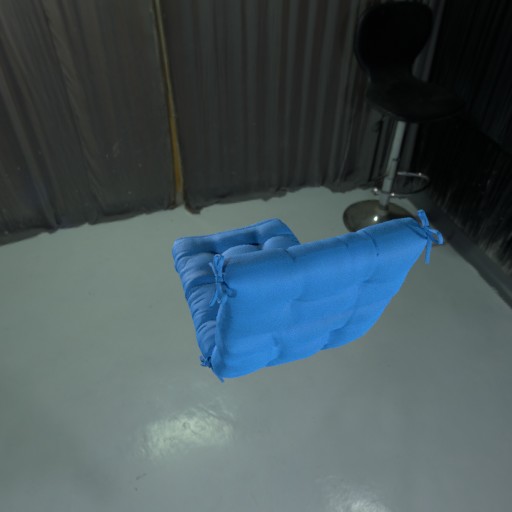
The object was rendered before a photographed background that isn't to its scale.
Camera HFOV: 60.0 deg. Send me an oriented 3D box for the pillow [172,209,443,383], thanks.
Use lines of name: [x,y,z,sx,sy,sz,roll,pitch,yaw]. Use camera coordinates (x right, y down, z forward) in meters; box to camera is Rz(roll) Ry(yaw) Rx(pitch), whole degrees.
pillow: [0.000,0.000,1.504,0.526,0.863,1.016,-13,44,-14]
